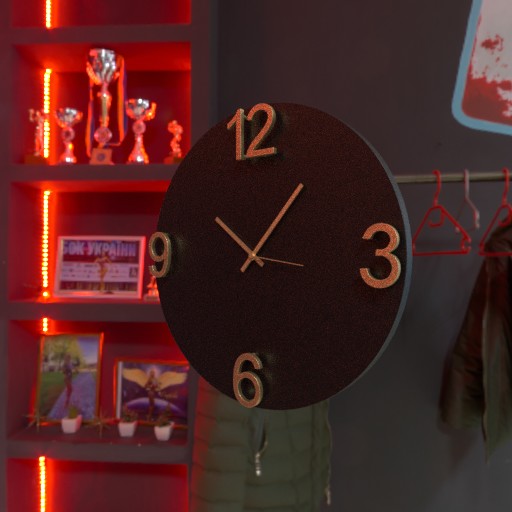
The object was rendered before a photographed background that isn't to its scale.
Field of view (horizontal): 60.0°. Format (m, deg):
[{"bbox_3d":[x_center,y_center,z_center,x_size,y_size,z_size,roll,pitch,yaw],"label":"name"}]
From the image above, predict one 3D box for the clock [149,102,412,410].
[{"bbox_3d":[0.000,0.000,0.668,0.454,0.454,0.038,0,-1,37],"label":"clock"}]
